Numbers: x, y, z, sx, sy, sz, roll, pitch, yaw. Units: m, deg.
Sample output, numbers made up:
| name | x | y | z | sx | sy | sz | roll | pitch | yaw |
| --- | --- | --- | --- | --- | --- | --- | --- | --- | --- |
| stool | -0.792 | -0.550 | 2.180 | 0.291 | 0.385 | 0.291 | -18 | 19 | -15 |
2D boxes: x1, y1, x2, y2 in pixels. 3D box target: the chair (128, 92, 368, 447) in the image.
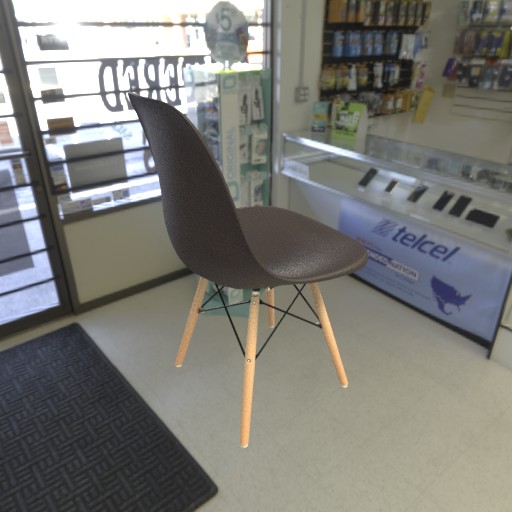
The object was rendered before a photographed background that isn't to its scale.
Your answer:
| name | x | y | z | sx | sy | sz | roll | pitch | yaw |
| --- | --- | --- | --- | --- | --- | --- | --- | --- | --- |
| chair | 0.000 | 0.000 | 1.146 | 0.533 | 0.825 | 0.470 | -18 | 32 | -31 |
